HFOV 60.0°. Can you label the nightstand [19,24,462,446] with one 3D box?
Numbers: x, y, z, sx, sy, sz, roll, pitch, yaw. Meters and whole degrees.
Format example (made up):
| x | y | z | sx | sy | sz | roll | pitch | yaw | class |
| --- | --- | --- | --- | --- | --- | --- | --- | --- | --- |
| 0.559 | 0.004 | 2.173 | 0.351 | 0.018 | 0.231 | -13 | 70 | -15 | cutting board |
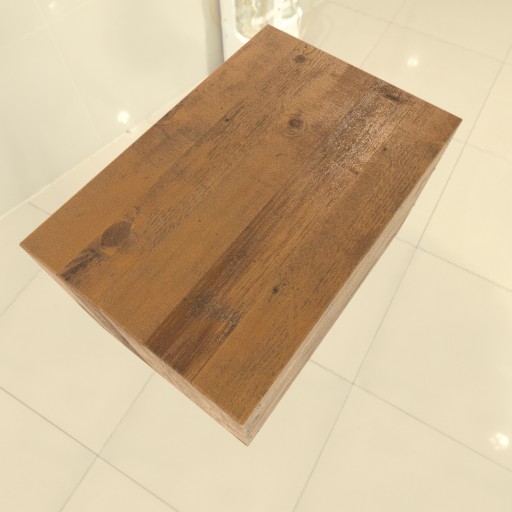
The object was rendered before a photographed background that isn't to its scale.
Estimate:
| x | y | z | sx | sy | sz | roll | pitch | yaw | class |
| --- | --- | --- | --- | --- | --- | --- | --- | --- | --- |
| 0.000 | 0.000 | 1.009 | 0.450 | 0.599 | 0.650 | 34 | 68 | 16 | nightstand |
